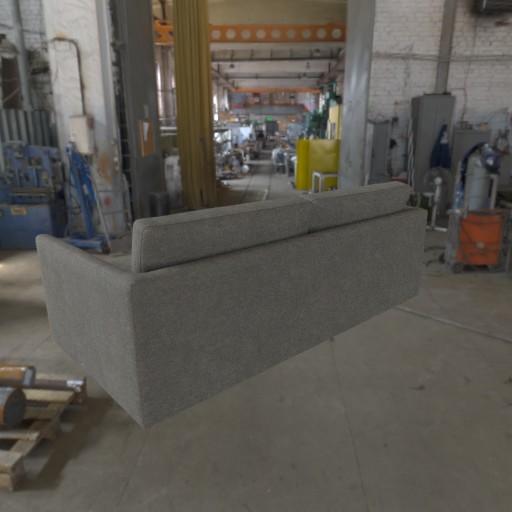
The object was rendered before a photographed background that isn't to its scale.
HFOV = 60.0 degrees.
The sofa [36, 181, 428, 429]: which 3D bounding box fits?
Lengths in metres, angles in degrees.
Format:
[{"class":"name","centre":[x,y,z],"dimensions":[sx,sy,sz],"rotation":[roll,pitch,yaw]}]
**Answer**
[{"class":"sofa","centre":[0.000,0.000,2.774],"dimensions":[2.257,0.838,1.092],"rotation":[-14,22,-40]}]
